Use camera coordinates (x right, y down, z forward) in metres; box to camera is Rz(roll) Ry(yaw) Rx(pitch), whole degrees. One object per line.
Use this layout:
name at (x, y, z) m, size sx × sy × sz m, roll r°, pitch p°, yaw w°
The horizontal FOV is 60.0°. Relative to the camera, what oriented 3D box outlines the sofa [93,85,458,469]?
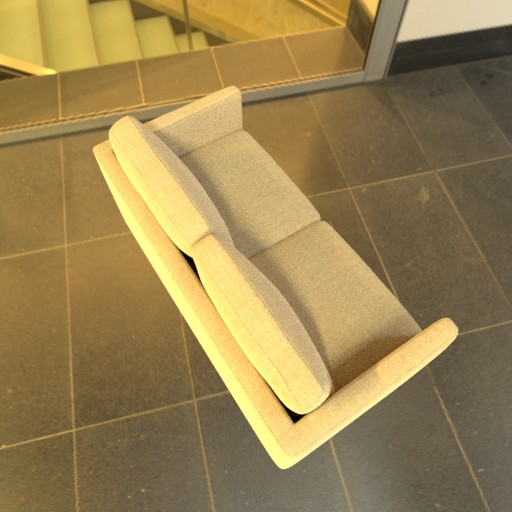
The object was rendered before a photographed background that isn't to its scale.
sofa at (0.000, 0.000, 2.395) m, size 0.950 × 0.963 × 1.884 m, roll -30°, pitch 65°, yaw -15°
